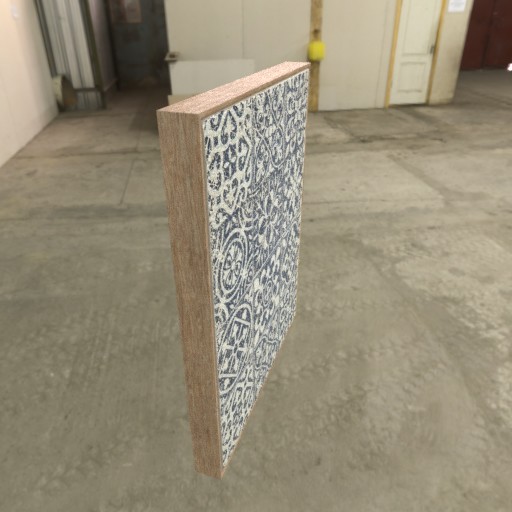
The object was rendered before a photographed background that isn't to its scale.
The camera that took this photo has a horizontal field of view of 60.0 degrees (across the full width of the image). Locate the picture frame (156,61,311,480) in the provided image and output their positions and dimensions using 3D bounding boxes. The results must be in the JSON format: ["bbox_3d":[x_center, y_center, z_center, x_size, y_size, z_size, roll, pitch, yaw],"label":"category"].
[{"bbox_3d":[0.000,0.000,0.705,0.043,0.526,0.424,10,31,17],"label":"picture frame"}]
